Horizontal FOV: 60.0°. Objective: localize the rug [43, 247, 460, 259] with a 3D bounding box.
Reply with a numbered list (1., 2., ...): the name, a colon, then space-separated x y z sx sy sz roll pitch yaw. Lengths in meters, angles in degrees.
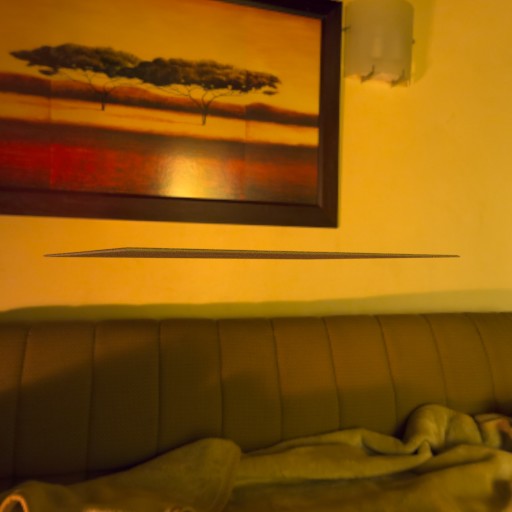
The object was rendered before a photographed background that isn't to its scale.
1. rug: 0.000 0.000 2.317 1.824 0.012 1.206 1 -1 -36
